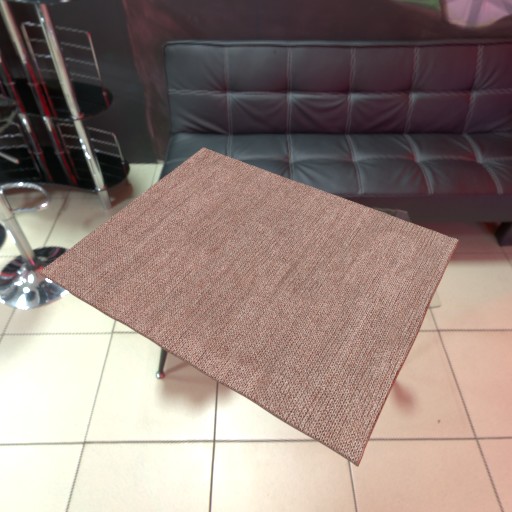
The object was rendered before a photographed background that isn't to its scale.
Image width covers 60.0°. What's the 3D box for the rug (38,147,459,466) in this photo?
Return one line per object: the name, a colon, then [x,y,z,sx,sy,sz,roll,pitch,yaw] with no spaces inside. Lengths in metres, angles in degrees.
rug: [0.000,0.000,4.062,3.052,0.030,2.429,24,50,22]
